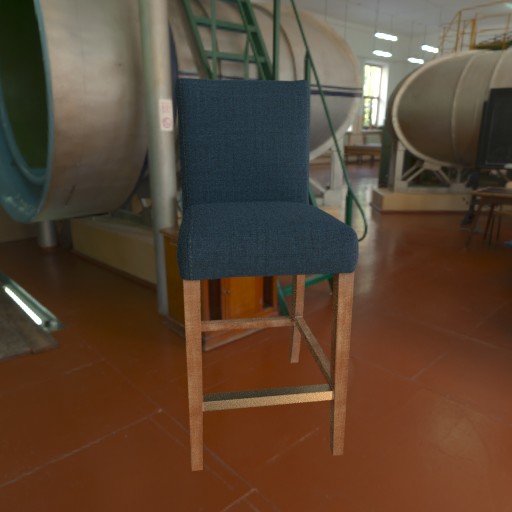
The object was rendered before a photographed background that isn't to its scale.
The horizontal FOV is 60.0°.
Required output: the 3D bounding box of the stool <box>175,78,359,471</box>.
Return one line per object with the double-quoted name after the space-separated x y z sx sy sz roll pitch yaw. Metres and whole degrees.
0.000 0.000 1.335 0.454 1.039 0.567 -2 17 -8 "stool"
